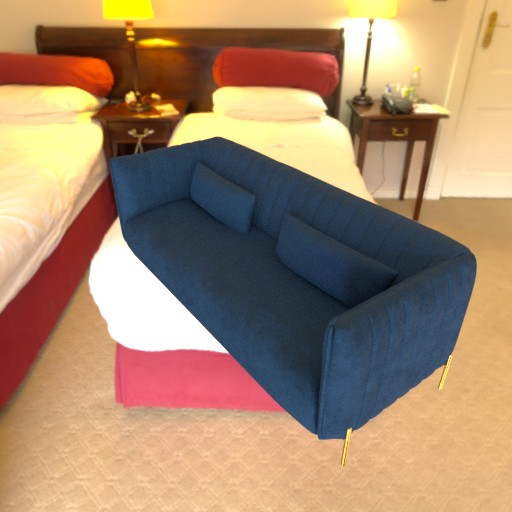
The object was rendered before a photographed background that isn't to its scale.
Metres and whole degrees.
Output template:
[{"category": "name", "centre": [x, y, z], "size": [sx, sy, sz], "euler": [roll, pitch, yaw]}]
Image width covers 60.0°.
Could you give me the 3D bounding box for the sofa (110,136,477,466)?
[{"category": "sofa", "centre": [0.000, 0.000, 2.539], "size": [0.896, 0.793, 2.136], "euler": [-21, 38, -30]}]
